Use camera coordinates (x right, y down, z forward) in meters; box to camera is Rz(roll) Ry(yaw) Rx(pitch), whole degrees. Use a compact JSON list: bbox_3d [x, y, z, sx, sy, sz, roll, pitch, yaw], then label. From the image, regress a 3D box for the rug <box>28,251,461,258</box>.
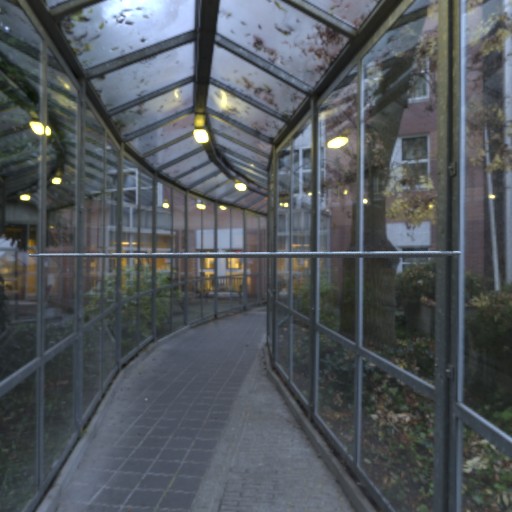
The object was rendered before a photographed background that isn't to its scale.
[{"bbox_3d":[0.000,0.000,2.987,2.365,0.017,1.521,0,-1,19],"label":"rug"}]
